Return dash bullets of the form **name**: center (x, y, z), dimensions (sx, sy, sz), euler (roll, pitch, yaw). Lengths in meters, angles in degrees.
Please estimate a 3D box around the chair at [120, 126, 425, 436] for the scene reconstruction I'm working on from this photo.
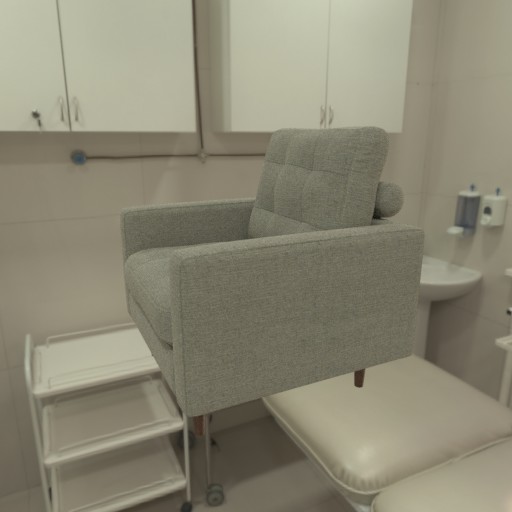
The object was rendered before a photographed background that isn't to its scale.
- **chair**: center (0.000, 0.000, 1.574), dimensions (0.843, 0.880, 0.821), euler (-7, 17, -25)
